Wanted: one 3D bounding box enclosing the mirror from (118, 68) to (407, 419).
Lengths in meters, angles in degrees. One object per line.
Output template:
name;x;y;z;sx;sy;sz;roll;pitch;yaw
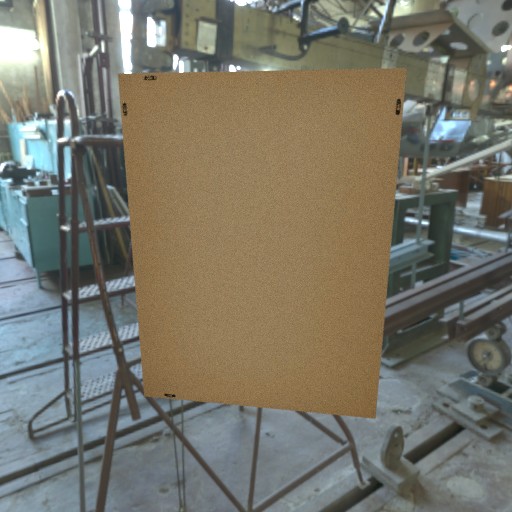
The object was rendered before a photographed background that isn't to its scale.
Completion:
mirror;0.000;0.000;1.314;0.762;1.016;0.040;3;17;9
